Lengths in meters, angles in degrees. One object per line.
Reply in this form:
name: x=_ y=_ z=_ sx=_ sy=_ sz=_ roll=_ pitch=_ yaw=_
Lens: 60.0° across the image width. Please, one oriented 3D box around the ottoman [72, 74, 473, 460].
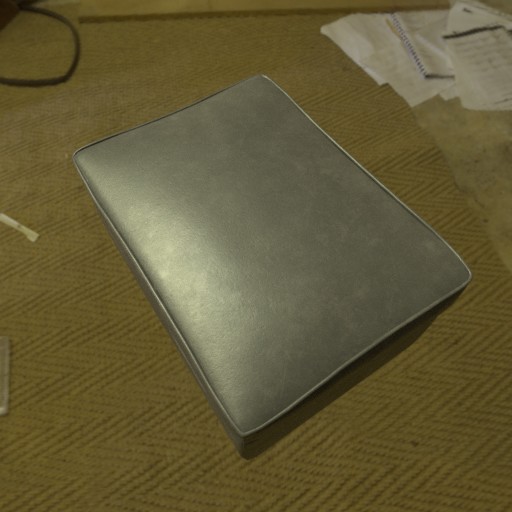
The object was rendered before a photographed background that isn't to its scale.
ottoman: x=0.000 y=0.000 z=1.094 sx=0.554 sy=0.445 sz=0.756 roll=-29 pitch=63 yaw=-17
